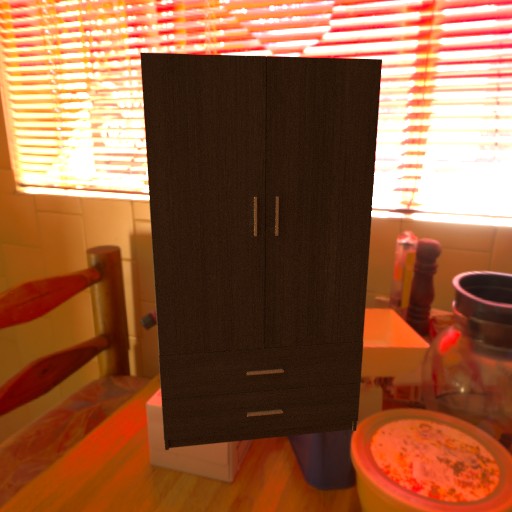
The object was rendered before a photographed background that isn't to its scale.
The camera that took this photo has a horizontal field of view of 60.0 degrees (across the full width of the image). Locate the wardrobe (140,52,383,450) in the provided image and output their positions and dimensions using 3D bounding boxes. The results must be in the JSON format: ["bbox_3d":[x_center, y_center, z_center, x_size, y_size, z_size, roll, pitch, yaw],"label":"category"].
[{"bbox_3d":[0.000,0.000,2.270,0.991,1.808,0.577,-2,15,-8],"label":"wardrobe"}]
